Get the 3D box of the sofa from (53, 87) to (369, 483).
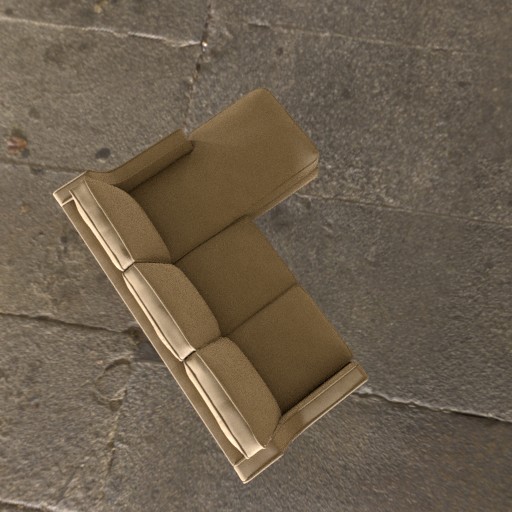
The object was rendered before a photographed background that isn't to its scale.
[{"bbox_3d":[0.000,0.000,3.313,1.858,1.066,2.317,-35,79,-8],"label":"sofa"}]
